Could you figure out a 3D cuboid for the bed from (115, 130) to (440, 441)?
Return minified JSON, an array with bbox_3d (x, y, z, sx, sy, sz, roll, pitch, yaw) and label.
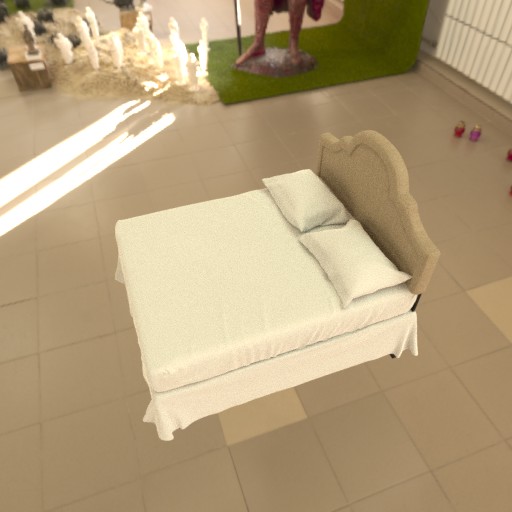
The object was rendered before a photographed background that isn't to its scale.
[{"bbox_3d":[0.000,0.000,3.417,2.222,1.634,1.780,-15,47,-14],"label":"bed"}]
